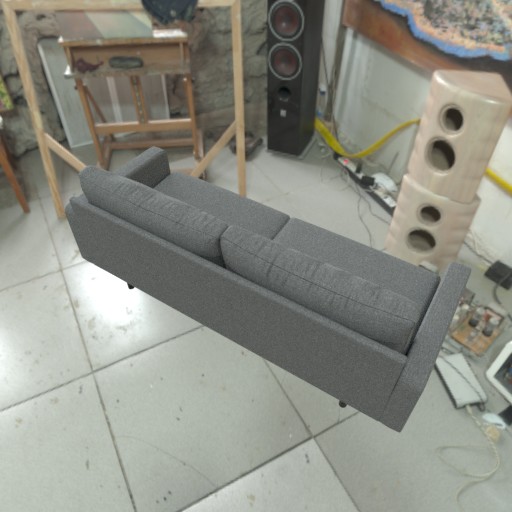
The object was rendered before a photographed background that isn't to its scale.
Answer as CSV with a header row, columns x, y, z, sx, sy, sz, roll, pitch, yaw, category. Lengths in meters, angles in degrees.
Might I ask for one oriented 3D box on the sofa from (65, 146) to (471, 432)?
x,y,z,sx,sy,sz,roll,pitch,yaw,category
0.000,0.000,2.629,2.200,0.880,0.880,24,50,22,sofa
